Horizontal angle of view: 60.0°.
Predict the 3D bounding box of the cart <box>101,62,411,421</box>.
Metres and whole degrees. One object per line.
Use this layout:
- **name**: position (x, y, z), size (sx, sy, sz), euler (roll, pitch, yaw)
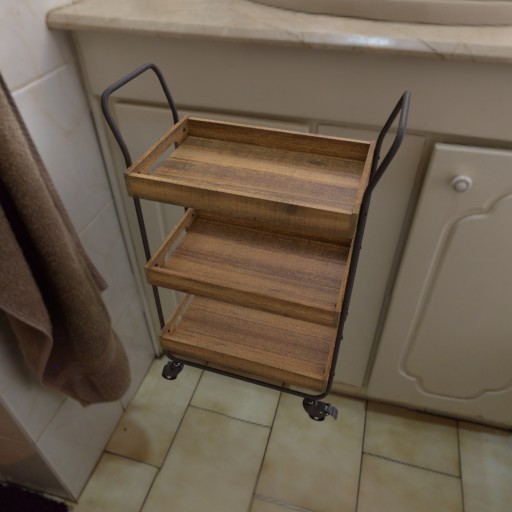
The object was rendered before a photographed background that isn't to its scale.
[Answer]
- **cart**: position (0.000, 0.000, 1.149), size (0.583, 0.857, 0.339), euler (12, 42, 13)
